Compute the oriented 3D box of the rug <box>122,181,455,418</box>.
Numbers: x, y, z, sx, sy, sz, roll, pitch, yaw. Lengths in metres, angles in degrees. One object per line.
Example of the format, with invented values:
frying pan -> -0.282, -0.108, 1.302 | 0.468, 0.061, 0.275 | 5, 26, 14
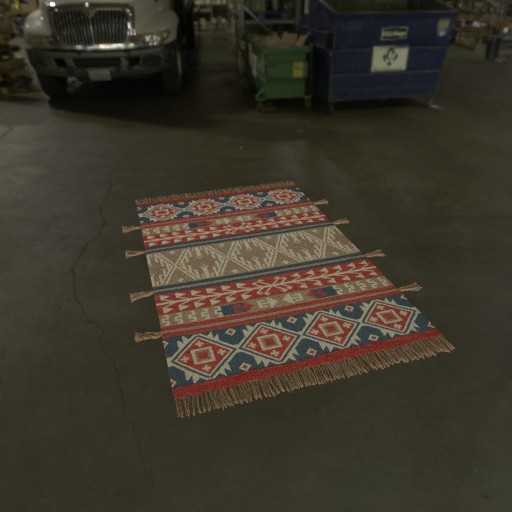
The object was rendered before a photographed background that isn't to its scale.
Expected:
rug -> 0.000, 0.000, 3.149 | 1.778, 0.048, 2.450 | -9, 33, -15
